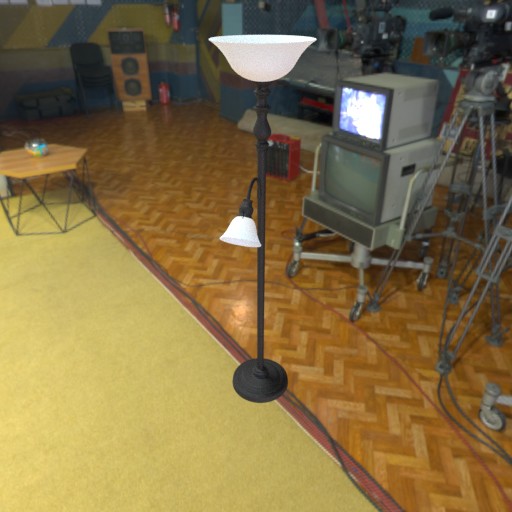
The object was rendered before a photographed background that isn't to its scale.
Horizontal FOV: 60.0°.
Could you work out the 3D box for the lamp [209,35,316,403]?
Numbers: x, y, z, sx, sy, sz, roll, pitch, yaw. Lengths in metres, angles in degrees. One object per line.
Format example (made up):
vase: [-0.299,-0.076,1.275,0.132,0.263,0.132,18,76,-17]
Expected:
lamp: [0.000,0.000,2.044,0.405,1.793,0.588,8,31,13]
